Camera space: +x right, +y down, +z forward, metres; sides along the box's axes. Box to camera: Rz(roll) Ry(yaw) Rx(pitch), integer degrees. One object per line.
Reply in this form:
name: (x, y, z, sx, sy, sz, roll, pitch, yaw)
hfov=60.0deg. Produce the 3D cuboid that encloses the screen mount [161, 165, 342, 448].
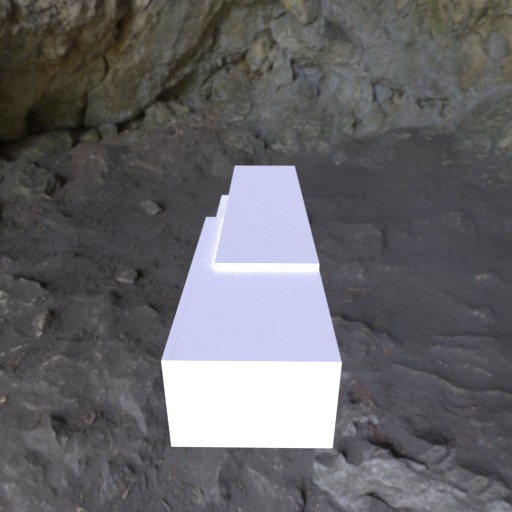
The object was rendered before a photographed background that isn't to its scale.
screen mount: (0.000, 0.000, 1.844, 0.420, 0.320, 1.680, 0, 26, 1)
